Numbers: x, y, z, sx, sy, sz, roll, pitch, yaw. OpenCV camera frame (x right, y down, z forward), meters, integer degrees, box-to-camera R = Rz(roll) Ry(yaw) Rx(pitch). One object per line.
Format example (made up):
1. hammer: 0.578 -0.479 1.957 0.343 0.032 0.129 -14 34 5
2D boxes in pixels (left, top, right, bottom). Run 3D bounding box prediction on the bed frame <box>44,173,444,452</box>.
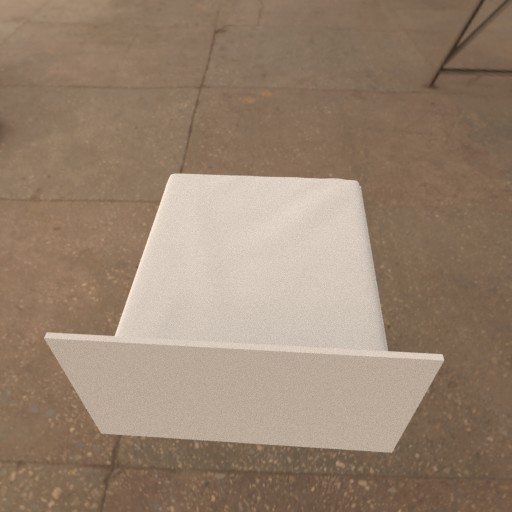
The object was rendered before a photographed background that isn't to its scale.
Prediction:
1. bed frame: 0.000 0.000 2.979 1.711 1.001 2.100 3 46 3
